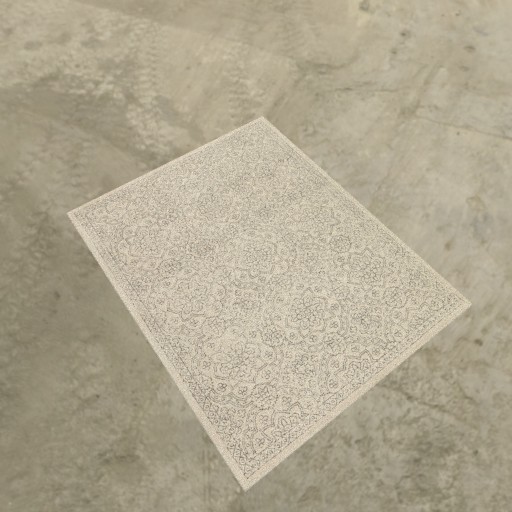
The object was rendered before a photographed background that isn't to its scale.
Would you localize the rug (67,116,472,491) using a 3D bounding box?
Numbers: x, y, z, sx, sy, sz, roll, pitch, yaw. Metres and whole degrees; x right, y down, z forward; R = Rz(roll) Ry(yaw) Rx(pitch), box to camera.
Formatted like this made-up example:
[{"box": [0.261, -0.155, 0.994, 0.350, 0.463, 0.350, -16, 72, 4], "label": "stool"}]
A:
[{"box": [0.000, 0.000, 4.135, 2.441, 0.015, 3.050, -32, 62, -19], "label": "rug"}]
